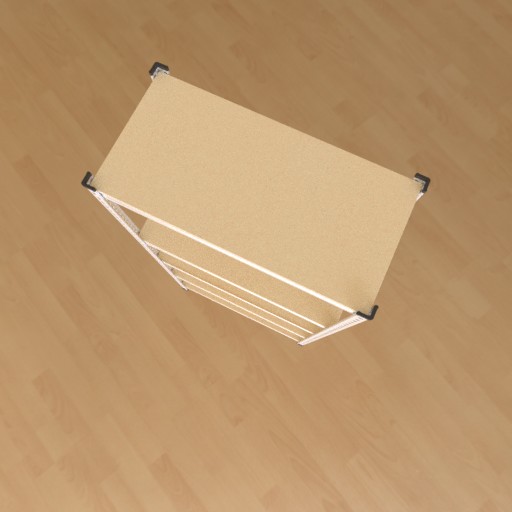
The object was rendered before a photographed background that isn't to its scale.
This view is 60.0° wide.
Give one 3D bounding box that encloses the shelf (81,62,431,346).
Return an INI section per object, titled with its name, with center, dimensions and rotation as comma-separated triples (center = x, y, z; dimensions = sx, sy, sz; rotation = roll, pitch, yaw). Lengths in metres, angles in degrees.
[shelf]
center = 0.000, 0.000, 2.173
dimensions = 0.914, 1.829, 0.457
rotation = 25, 78, 6
